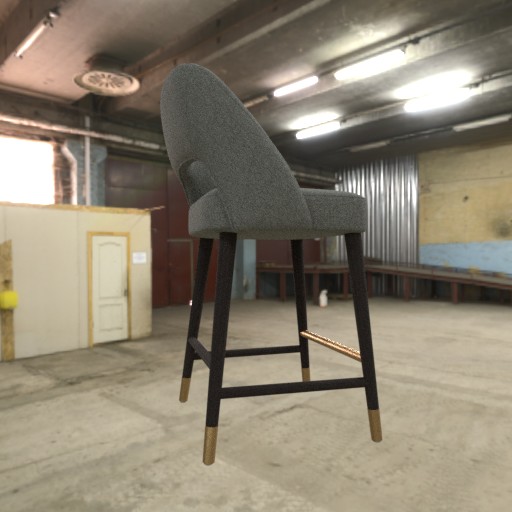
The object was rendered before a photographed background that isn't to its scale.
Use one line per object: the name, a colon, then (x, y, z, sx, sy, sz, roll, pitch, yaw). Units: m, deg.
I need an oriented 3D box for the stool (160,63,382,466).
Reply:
stool: (0.000, 0.000, 1.246, 0.524, 0.925, 0.536, 0, 0, -17)
